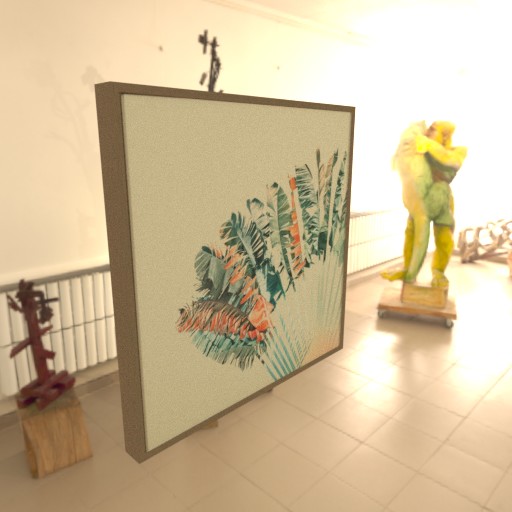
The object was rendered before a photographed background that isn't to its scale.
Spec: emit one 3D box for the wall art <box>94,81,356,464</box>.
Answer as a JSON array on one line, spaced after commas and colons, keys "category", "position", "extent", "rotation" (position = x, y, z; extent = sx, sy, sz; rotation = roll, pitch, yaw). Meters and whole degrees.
[{"category": "wall art", "position": [0.000, 0.000, 0.751], "extent": [0.038, 0.506, 0.508], "rotation": [14, 20, 43]}]
